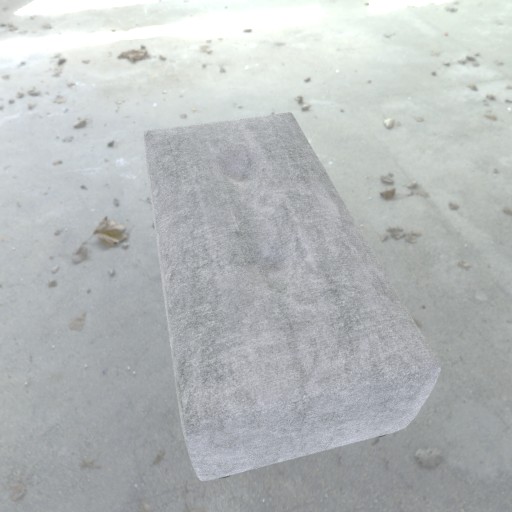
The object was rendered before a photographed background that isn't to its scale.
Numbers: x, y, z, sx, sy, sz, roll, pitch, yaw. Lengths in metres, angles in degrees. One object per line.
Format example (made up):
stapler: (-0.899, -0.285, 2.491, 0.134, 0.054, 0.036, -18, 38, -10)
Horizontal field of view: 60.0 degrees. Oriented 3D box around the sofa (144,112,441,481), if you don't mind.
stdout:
sofa: (0.000, 0.000, 1.134, 0.480, 0.330, 0.930, -10, 48, -9)
